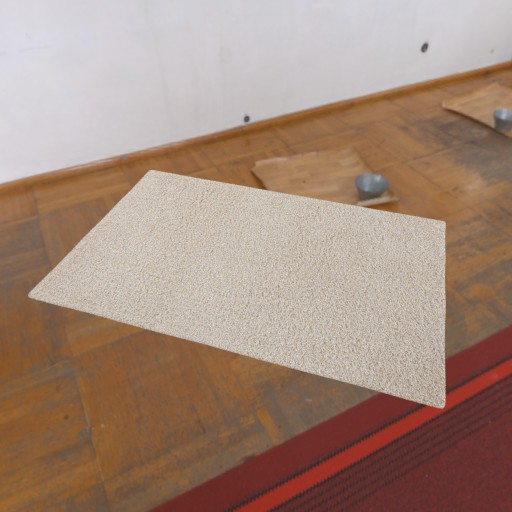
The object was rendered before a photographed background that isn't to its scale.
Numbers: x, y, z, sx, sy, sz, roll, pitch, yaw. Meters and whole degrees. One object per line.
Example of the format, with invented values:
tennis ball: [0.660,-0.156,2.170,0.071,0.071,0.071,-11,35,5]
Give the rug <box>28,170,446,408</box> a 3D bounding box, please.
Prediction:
rug: [0.000,0.000,3.372,2.743,0.030,1.778,12,43,13]
